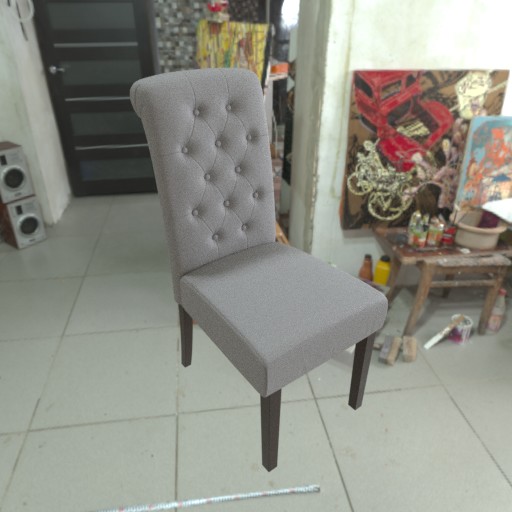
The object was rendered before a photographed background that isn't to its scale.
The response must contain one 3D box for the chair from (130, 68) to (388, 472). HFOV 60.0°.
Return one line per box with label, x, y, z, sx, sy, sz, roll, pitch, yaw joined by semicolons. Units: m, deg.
chair;0.000;0.000;1.354;0.456;1.006;0.671;-21;36;-32
